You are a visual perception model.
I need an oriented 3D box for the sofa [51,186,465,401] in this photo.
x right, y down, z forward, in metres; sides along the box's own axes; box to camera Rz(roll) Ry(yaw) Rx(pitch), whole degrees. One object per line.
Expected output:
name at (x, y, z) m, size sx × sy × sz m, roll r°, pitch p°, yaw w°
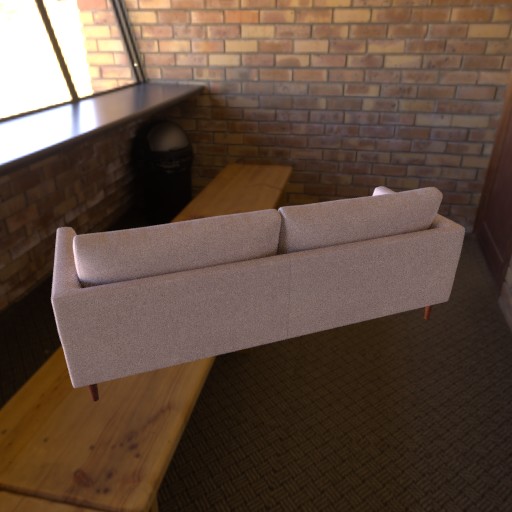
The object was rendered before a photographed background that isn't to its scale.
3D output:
sofa at (0.000, 0.000, 2.746) m, size 2.250 × 0.868 × 1.020 m, roll -10°, pitch 29°, yaw -18°
